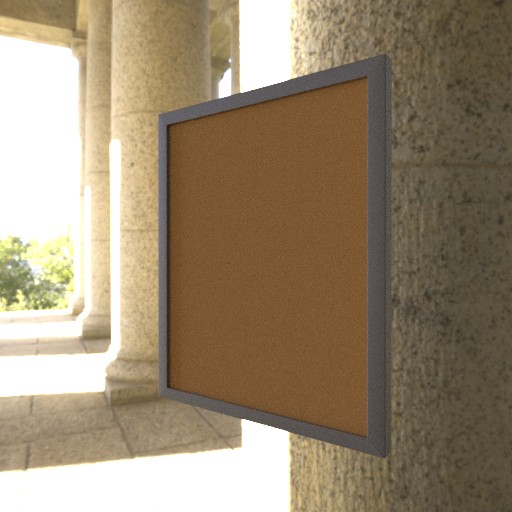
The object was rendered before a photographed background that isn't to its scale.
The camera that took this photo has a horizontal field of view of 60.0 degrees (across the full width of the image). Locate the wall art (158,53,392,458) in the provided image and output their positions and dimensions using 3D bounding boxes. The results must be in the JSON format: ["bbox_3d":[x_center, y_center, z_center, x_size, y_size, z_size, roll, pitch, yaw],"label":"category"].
[{"bbox_3d":[0.000,0.000,0.755,0.458,0.558,0.029,0,0,36],"label":"wall art"}]
